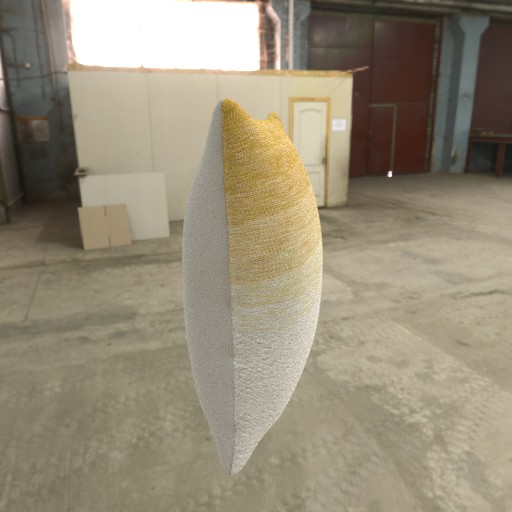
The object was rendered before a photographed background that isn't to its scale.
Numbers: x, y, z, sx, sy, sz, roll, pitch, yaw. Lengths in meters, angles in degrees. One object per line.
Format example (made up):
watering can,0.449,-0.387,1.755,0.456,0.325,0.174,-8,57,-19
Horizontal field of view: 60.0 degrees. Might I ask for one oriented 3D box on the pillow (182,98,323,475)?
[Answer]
pillow,0.000,0.000,0.705,0.211,0.450,0.450,2,17,8
